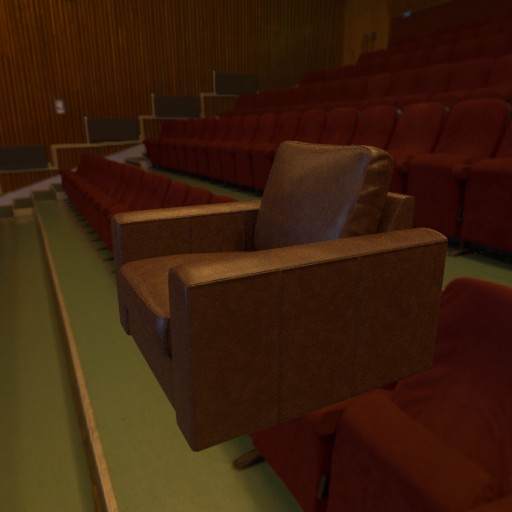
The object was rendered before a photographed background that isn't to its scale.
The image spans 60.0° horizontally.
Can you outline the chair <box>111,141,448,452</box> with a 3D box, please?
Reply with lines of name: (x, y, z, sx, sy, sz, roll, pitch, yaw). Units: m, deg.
chair: (0.000, 0.000, 1.787, 1.016, 0.873, 1.005, -9, 19, -27)
